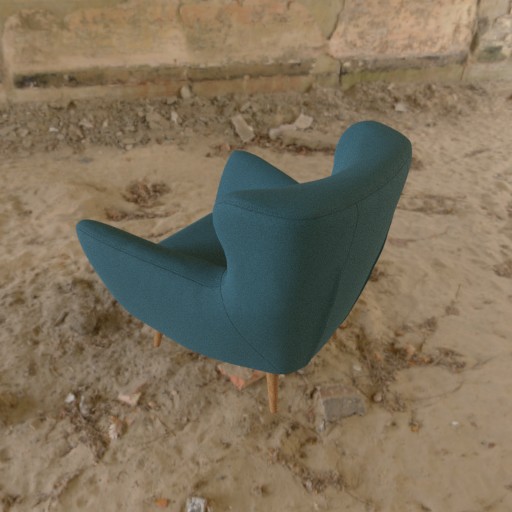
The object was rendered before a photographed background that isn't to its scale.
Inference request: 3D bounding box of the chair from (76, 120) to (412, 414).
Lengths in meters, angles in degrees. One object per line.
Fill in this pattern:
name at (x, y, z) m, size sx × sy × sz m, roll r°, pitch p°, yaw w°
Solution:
chair at (0.000, 0.000, 1.613) m, size 0.889 × 0.889 × 0.890 m, roll 22°, pitch 39°, yaw 30°
